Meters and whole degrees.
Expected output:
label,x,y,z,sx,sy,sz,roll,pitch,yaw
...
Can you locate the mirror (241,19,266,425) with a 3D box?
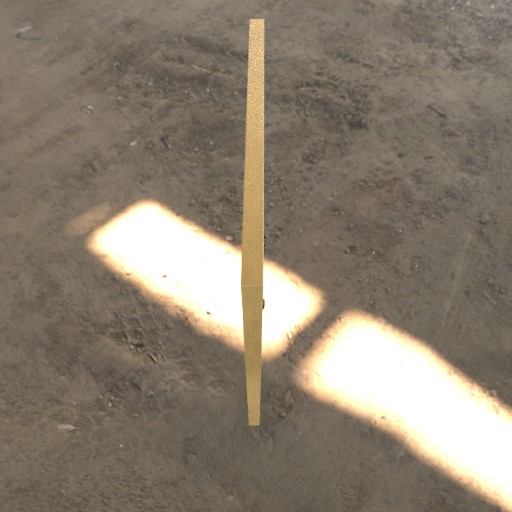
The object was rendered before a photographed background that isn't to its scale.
label,x,y,z,sx,sy,sz,roll,pitch,yaw
mirror,0.000,0.000,1.334,0.041,1.016,0.762,1,57,0
